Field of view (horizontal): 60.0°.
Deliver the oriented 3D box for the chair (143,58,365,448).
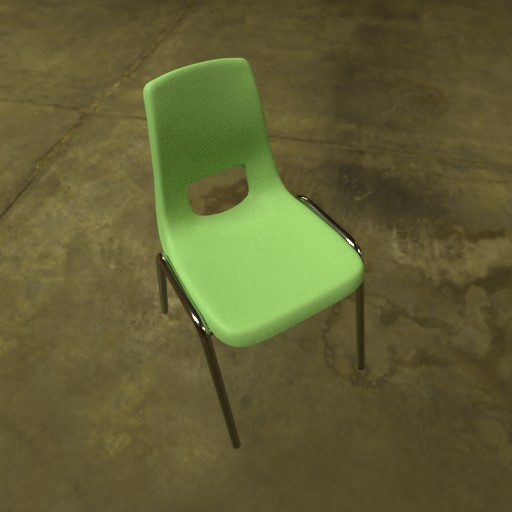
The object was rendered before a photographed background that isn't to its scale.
[{"bbox_3d":[0.000,0.000,0.928,0.381,0.653,0.436,-25,52,-21],"label":"chair"}]
